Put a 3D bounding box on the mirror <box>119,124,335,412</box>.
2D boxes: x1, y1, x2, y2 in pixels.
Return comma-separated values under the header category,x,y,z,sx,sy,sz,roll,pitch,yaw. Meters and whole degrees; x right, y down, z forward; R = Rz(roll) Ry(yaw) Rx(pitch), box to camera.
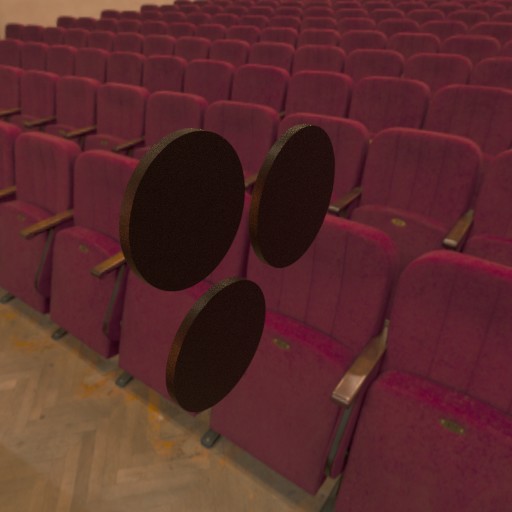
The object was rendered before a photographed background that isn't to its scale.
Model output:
category,x,y,z,sx,sy,sz,roll,pitch,yaw
mirror,0.000,0.000,3.226,0.076,2.096,2.160,21,37,31
